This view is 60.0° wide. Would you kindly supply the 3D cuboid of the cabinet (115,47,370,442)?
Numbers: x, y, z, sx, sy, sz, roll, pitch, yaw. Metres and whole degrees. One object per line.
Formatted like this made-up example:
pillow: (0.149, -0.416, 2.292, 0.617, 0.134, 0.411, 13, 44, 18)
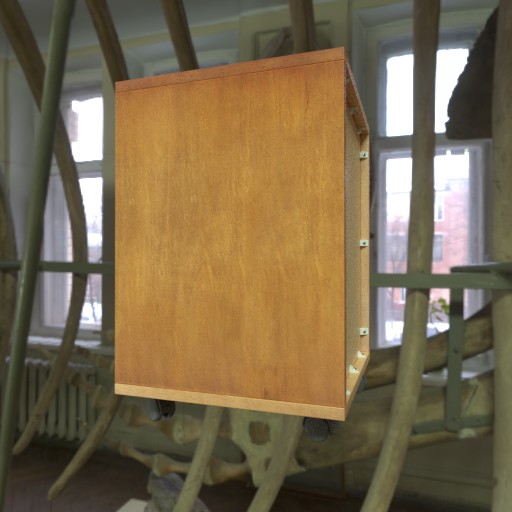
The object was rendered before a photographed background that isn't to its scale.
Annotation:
cabinet: (0.000, 0.000, 0.873, 0.401, 0.579, 0.409, 0, 0, 19)
